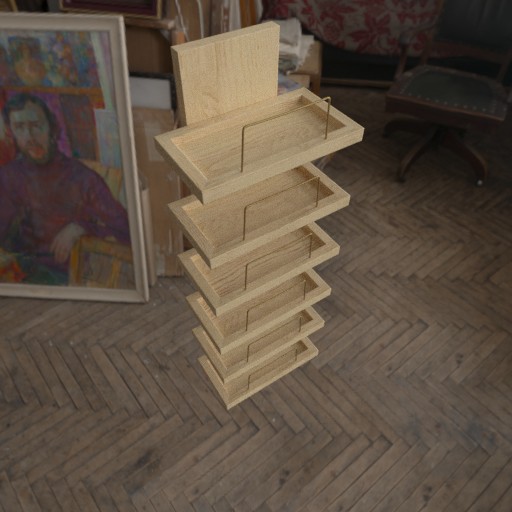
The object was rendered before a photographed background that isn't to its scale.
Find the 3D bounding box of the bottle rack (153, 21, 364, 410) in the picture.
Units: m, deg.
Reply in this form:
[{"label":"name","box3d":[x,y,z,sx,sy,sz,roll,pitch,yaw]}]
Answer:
[{"label":"bottle rack","box3d":[0.000,0.000,1.048,0.330,0.943,0.206,-26,53,-21]}]
